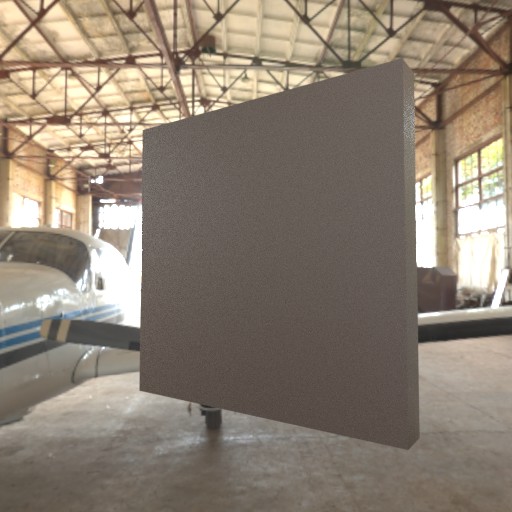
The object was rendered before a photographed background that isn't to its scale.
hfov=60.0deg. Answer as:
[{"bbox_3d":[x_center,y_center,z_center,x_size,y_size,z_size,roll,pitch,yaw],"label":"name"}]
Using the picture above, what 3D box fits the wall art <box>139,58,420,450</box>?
[{"bbox_3d":[0.000,0.000,0.509,0.350,0.350,0.038,-2,-3,35],"label":"wall art"}]
